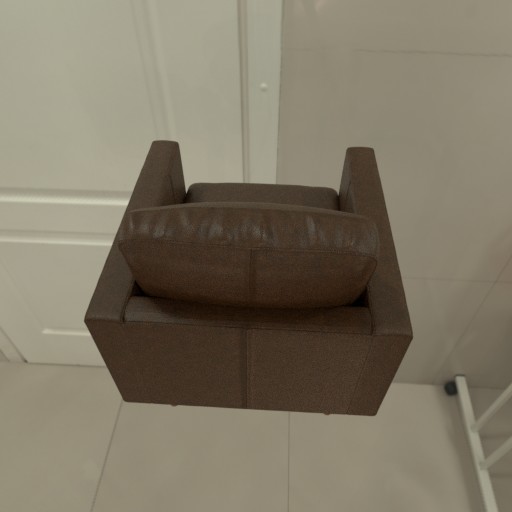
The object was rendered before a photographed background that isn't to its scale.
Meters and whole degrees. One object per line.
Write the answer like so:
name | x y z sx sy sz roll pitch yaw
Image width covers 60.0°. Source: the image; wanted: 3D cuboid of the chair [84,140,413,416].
chair | 0.000 0.000 1.639 0.890 0.956 0.909 2 47 2
